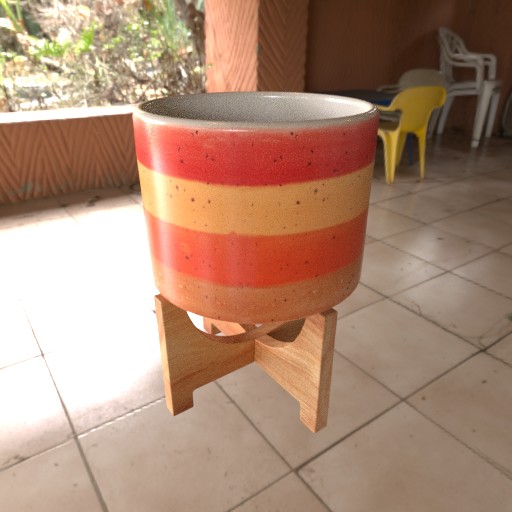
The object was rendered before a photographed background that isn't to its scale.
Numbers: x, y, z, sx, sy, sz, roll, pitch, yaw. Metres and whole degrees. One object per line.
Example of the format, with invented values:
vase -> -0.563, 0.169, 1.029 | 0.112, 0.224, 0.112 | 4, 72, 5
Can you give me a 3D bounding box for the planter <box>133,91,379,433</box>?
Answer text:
planter -> 0.000, 0.000, 0.409 | 0.199, 0.268, 0.199 | 0, 26, 0
